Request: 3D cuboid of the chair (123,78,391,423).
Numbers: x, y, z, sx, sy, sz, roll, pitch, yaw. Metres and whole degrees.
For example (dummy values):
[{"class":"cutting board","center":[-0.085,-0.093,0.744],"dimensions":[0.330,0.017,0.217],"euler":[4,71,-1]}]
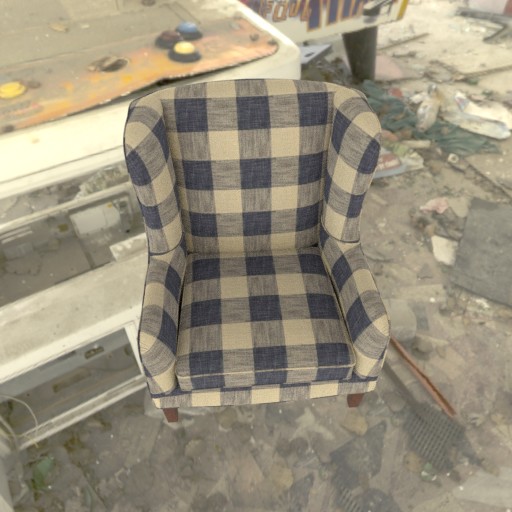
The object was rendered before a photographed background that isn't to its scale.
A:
[{"class":"chair","center":[0.000,0.000,1.708],"dimensions":[0.830,1.041,0.889],"euler":[-4,47,-3]}]
